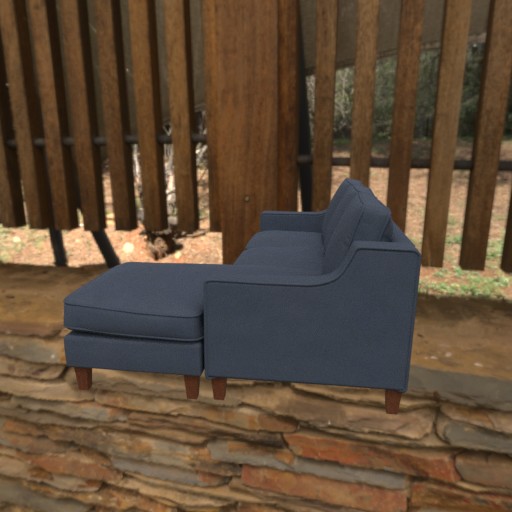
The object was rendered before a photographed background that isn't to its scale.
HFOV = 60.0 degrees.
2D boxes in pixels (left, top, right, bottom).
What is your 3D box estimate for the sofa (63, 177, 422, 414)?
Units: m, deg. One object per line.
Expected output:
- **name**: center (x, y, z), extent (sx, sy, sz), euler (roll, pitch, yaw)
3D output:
- **sofa**: center (0.000, 0.000, 3.316), extent (1.858, 1.066, 2.317), euler (2, 15, 8)
